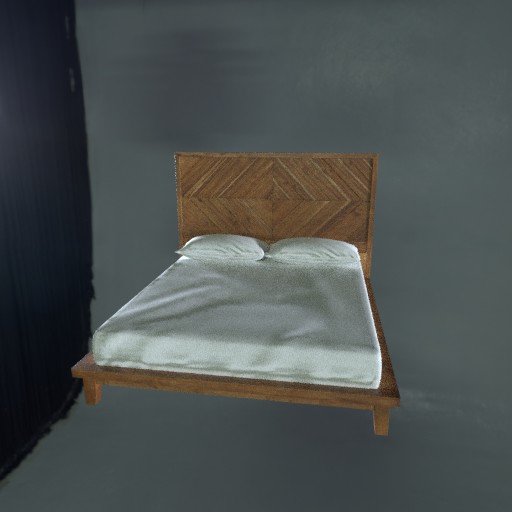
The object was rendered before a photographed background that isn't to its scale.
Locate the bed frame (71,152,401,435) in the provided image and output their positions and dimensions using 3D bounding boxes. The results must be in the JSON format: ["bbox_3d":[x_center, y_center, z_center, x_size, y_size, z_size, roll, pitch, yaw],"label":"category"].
[{"bbox_3d":[0.000,0.000,3.608,2.038,1.537,2.235,3,16,9],"label":"bed frame"}]
